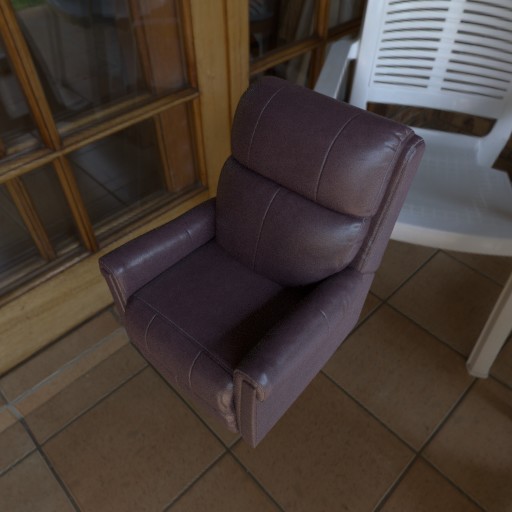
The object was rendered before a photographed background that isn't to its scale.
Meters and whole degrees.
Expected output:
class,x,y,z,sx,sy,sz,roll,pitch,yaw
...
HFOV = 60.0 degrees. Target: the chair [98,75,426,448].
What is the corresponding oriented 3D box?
class,x,y,z,sx,sy,sz,roll,pitch,yaw
chair,0.000,0.000,1.782,0.838,1.054,1.014,32,54,26
